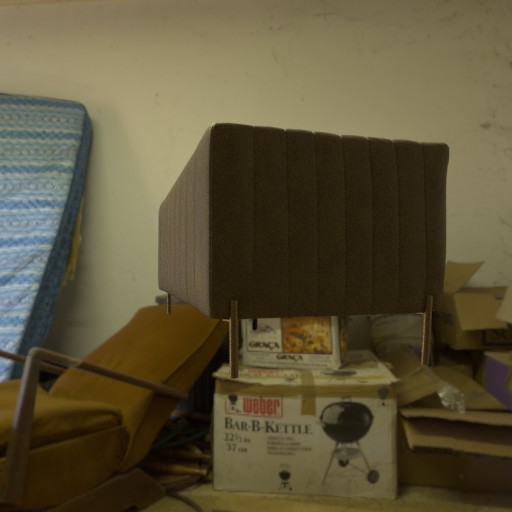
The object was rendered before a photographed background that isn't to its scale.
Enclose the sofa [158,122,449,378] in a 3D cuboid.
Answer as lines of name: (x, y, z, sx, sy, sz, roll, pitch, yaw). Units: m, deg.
sofa: (0.000, 0.000, 2.336, 0.876, 0.779, 1.980, 0, -2, -17)
